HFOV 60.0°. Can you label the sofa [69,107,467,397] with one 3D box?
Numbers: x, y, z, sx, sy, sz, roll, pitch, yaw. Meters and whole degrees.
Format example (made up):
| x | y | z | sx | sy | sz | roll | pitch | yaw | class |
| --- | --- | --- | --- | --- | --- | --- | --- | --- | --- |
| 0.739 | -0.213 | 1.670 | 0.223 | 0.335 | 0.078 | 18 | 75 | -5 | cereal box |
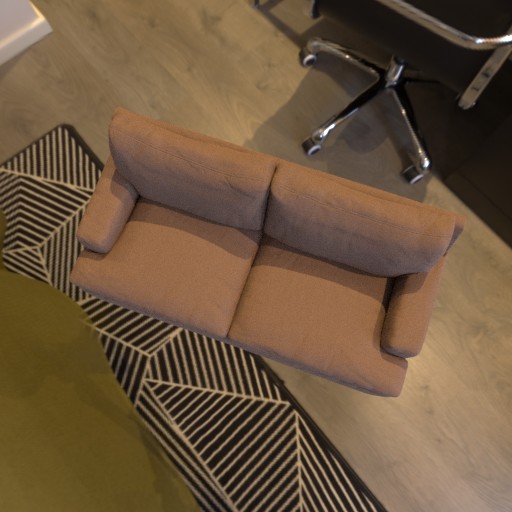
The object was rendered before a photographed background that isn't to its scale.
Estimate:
| x | y | z | sx | sy | sz | roll | pitch | yaw | class |
| --- | --- | --- | --- | --- | --- | --- | --- | --- | --- |
| 0.000 | 0.000 | 2.840 | 2.274 | 0.950 | 1.140 | 19 | 76 | 5 | sofa |
